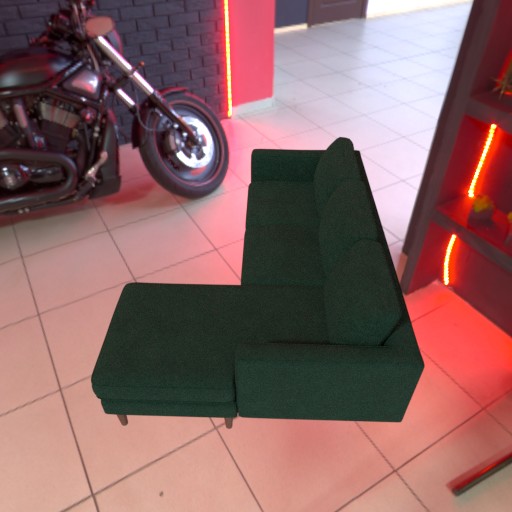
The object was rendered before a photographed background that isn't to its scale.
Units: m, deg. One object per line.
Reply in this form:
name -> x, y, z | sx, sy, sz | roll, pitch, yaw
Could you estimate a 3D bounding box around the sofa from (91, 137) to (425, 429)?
sofa -> 0.000, 0.000, 2.902 | 1.580, 0.899, 2.030 | 1, 41, 1
